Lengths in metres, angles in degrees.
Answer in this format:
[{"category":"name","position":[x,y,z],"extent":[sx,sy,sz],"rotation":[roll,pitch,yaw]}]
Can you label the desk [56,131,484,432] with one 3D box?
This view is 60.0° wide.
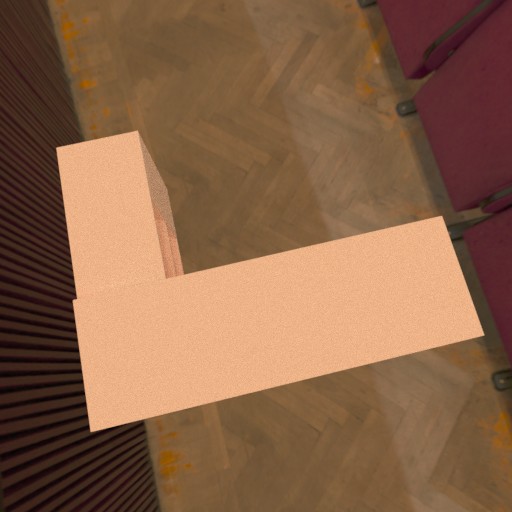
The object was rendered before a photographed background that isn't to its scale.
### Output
[{"category":"desk","position":[0.000,0.000,2.172],"extent":[1.524,0.759,1.199],"rotation":[-13,76,-3]}]
